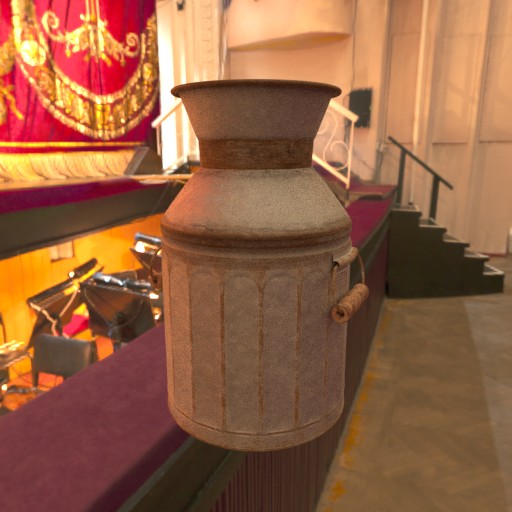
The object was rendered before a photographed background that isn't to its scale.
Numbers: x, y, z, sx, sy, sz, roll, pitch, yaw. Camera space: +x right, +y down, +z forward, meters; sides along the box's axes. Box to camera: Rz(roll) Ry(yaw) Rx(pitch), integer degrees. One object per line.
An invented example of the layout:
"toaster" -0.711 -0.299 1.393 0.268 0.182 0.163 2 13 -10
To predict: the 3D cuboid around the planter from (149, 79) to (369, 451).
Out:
"planter" 0.000 0.000 0.508 0.248 0.358 0.215 7 16 26
